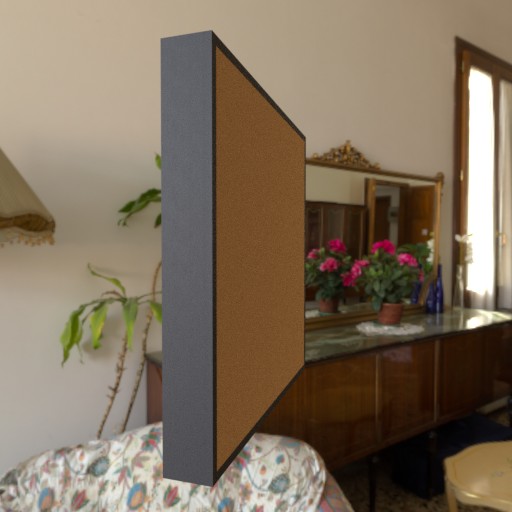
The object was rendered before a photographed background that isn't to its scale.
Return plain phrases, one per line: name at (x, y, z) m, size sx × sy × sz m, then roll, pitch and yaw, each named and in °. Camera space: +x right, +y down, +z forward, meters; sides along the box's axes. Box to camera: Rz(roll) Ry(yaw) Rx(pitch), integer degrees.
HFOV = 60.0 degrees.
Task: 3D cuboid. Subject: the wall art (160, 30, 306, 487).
wall art at (0.000, 0.000, 0.445) m, size 0.038 × 0.304 × 0.304 m, roll 0°, pitch 1°, yaw 18°
